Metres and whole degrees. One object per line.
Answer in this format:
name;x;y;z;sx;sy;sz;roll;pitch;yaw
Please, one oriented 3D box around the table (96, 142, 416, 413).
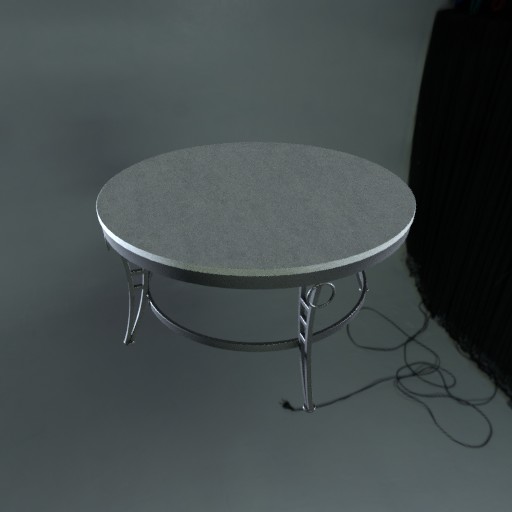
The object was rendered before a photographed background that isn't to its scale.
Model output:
table;0.000;0.000;1.412;0.889;0.470;0.889;0;31;0
